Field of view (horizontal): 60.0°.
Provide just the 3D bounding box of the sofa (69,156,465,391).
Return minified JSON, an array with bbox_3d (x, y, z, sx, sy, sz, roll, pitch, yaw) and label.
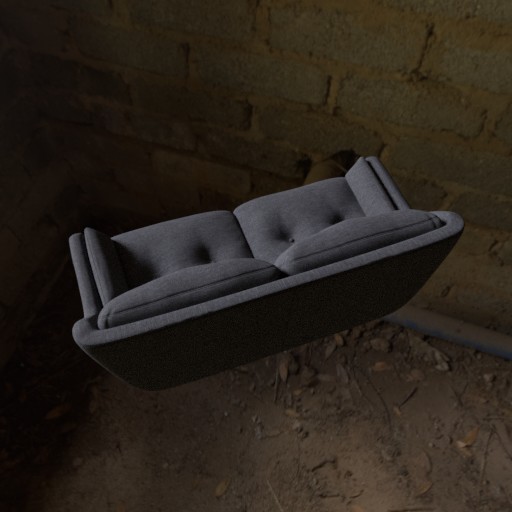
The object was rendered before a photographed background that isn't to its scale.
[{"bbox_3d":[0.000,0.000,2.505,1.929,0.896,0.975,-16,57,-11],"label":"sofa"}]
